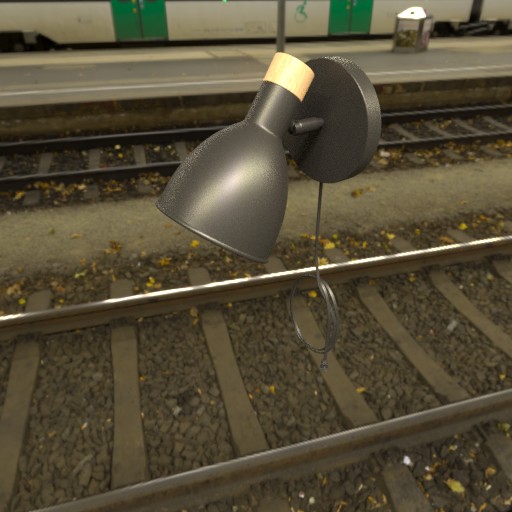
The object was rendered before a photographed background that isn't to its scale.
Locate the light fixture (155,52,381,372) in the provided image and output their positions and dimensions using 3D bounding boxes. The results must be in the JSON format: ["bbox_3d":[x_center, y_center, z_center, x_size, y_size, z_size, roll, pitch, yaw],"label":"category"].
[{"bbox_3d":[0.000,0.000,0.483,0.203,0.401,0.127,-21,37,-31],"label":"light fixture"}]
